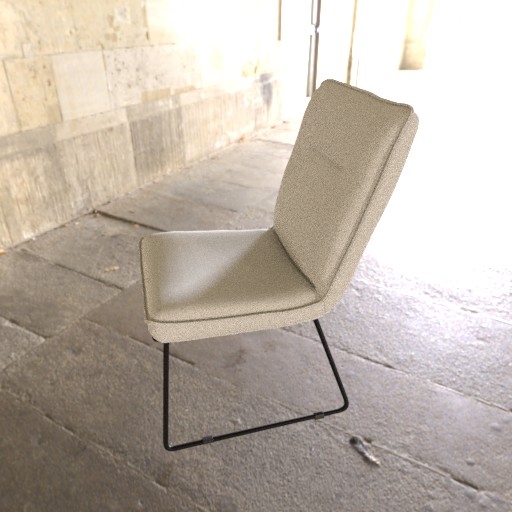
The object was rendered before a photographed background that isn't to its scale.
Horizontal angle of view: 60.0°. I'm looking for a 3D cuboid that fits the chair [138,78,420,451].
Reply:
[{"bbox_3d":[0.000,0.000,1.340,0.688,0.930,0.515,-8,30,-13],"label":"chair"}]
